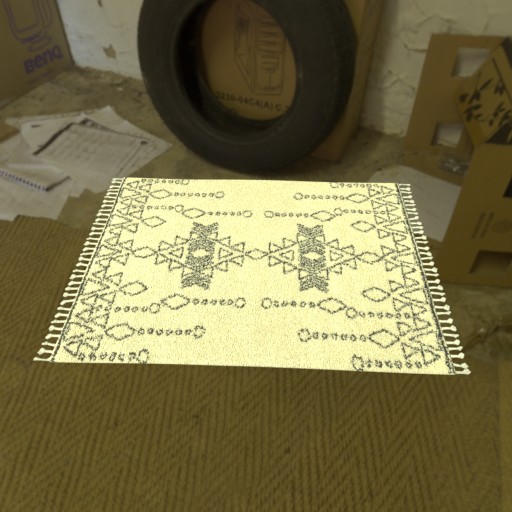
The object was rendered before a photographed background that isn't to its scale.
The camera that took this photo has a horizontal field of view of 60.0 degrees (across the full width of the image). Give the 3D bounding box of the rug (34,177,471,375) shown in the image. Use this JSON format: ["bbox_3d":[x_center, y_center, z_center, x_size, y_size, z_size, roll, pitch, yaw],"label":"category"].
[{"bbox_3d":[0.000,0.000,3.770,3.027,0.028,2.125,1,46,1],"label":"rug"}]
